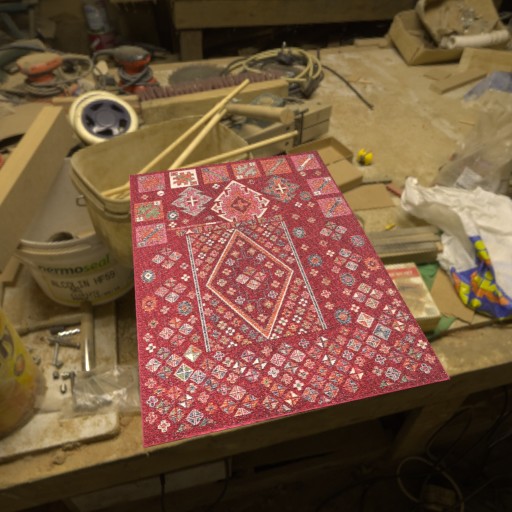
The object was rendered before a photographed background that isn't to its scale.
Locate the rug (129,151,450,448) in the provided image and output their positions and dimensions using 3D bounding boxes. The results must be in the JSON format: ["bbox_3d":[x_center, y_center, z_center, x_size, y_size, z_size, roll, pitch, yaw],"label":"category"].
[{"bbox_3d":[0.000,0.000,2.925,1.579,0.007,2.184,-9,47,-9],"label":"rug"}]
